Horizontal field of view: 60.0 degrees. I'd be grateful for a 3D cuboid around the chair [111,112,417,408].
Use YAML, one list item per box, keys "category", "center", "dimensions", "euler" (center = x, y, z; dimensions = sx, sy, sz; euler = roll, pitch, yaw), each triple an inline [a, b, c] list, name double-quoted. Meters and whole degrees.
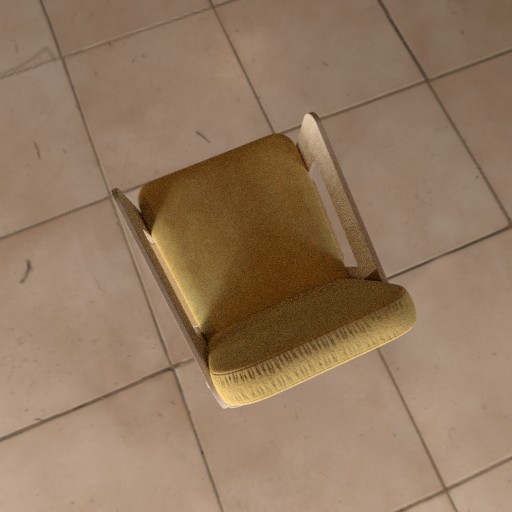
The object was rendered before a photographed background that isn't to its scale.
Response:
- category: "chair"
  center: [0.000, 0.000, 1.281]
  dimensions: [0.590, 0.800, 0.710]
  euler: [-23, 76, -6]
